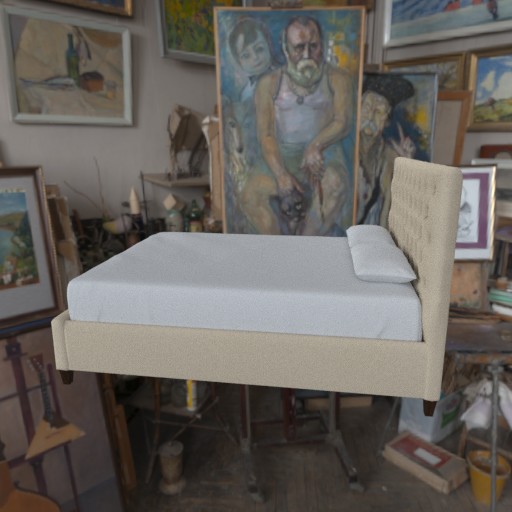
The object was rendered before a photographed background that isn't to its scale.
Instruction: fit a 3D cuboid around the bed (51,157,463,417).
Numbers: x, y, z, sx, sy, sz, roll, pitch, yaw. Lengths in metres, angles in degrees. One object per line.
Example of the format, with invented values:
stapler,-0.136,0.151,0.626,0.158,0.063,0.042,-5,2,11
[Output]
bed,0.000,0.000,3.353,2.387,1.427,1.698,2,15,9
